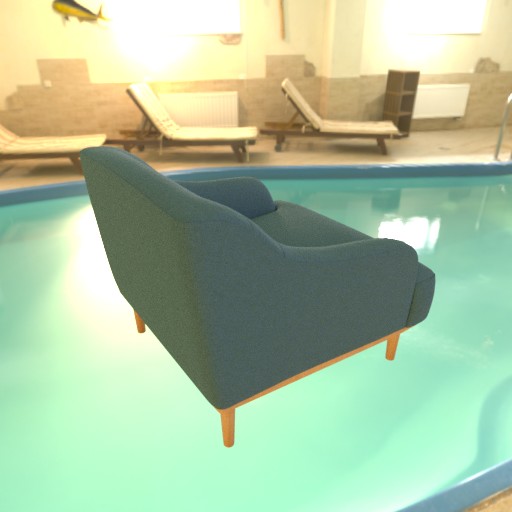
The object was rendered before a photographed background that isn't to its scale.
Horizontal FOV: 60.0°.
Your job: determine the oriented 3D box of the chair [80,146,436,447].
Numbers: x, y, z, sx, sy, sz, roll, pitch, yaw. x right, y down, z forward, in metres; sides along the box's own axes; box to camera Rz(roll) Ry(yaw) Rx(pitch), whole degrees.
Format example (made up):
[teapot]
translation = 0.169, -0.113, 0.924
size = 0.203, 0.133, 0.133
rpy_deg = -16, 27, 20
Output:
[chair]
translation = 0.000, 0.000, 1.647
size = 0.951, 0.818, 0.946
rpy_deg = -18, 32, -31
